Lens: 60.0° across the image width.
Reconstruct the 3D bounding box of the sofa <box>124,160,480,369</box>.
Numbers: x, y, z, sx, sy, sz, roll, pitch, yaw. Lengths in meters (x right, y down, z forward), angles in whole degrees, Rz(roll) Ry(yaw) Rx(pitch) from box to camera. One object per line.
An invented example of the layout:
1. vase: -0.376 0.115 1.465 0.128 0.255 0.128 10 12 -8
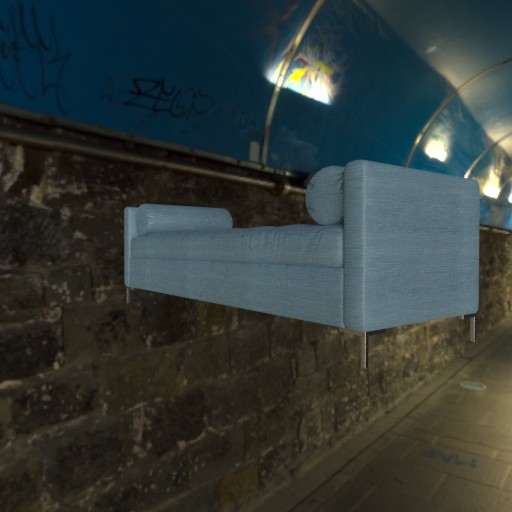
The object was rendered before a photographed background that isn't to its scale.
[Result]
1. sofa: 0.000 0.000 2.297 0.686 0.635 1.981 -1 1 -37
